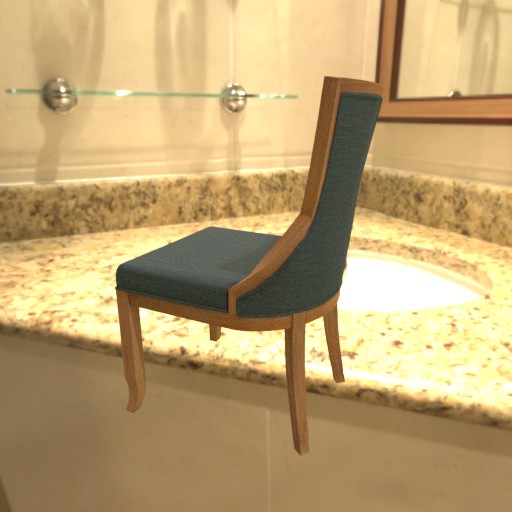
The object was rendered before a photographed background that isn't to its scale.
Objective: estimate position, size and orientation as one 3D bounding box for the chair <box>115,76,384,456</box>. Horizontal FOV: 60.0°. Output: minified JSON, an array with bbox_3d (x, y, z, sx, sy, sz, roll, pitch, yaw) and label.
[{"bbox_3d":[0.000,0.000,1.312,0.641,0.947,0.524,9,20,25],"label":"chair"}]
